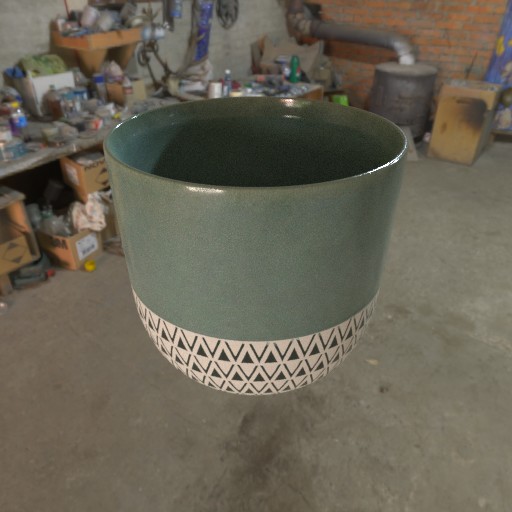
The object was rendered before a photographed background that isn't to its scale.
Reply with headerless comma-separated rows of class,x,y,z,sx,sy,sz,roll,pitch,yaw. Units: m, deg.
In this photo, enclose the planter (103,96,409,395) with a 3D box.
planter,0.000,0.000,0.472,0.266,0.270,0.266,0,32,0
